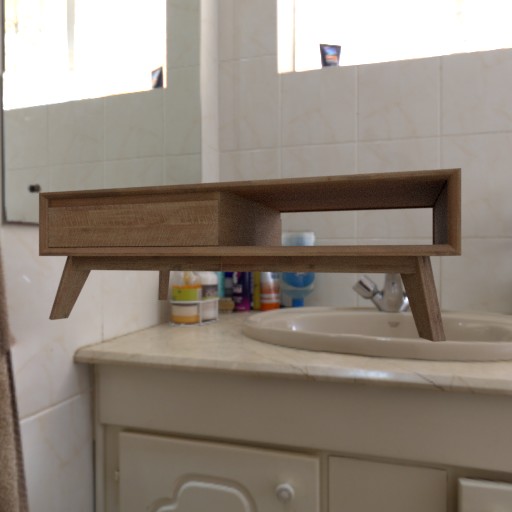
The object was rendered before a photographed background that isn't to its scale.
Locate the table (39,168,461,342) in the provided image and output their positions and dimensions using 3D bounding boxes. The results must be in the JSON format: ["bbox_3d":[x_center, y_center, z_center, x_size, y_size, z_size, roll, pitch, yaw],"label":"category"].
[{"bbox_3d":[0.000,0.000,2.031,1.619,0.531,0.918,0,0,19],"label":"table"}]
